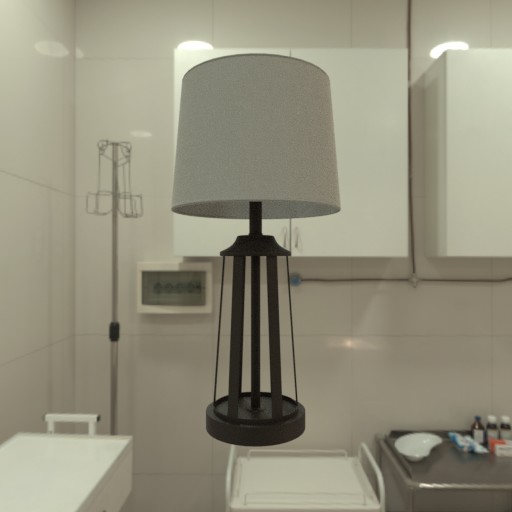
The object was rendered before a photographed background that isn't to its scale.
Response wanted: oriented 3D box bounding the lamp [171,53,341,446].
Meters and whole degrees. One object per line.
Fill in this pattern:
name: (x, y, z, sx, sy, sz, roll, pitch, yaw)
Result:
lamp: (0.000, 0.000, 0.666, 0.251, 0.509, 0.251, 0, 0, 0)
